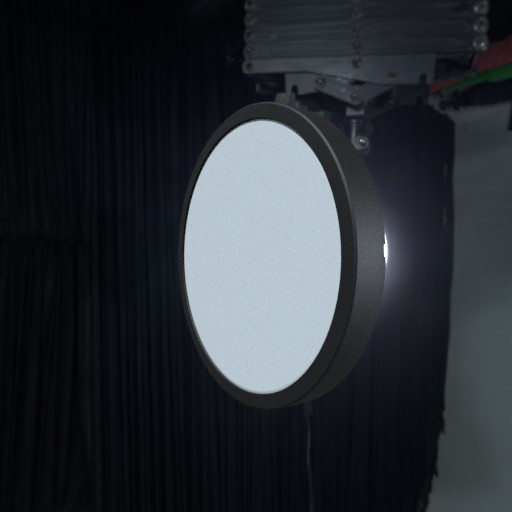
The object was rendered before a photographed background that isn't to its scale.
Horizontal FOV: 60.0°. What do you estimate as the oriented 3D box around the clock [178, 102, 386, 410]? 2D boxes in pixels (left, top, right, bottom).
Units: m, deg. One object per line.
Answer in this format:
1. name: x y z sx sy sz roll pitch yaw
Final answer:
1. clock: 0.000 0.000 0.446 0.040 0.293 0.293 0 0 -35
